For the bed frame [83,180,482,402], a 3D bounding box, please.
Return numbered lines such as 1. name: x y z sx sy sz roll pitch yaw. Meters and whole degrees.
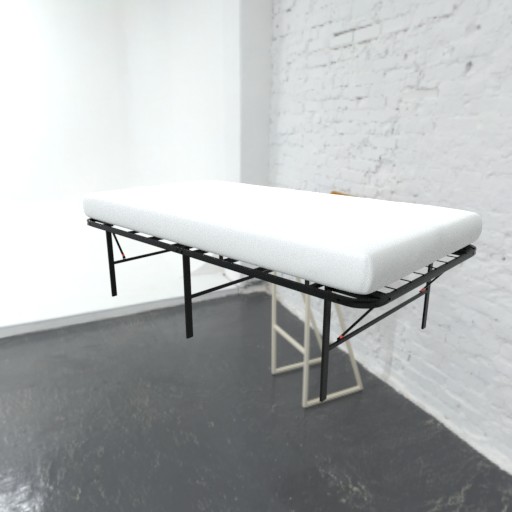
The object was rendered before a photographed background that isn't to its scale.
1. bed frame: 0.000 0.000 2.335 1.903 0.619 0.989 15 22 42
